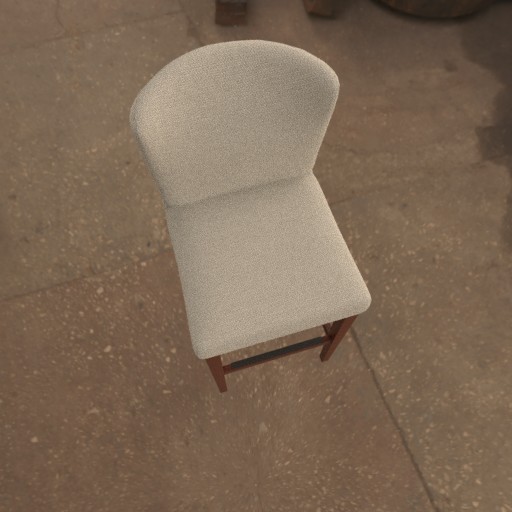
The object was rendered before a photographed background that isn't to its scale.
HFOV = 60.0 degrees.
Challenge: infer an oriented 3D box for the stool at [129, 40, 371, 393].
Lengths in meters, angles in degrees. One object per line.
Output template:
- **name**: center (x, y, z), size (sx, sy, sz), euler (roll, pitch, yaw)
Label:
- **stool**: center (0.000, 0.000, 1.343), size (0.481, 1.069, 0.568), euler (-15, 64, -8)
